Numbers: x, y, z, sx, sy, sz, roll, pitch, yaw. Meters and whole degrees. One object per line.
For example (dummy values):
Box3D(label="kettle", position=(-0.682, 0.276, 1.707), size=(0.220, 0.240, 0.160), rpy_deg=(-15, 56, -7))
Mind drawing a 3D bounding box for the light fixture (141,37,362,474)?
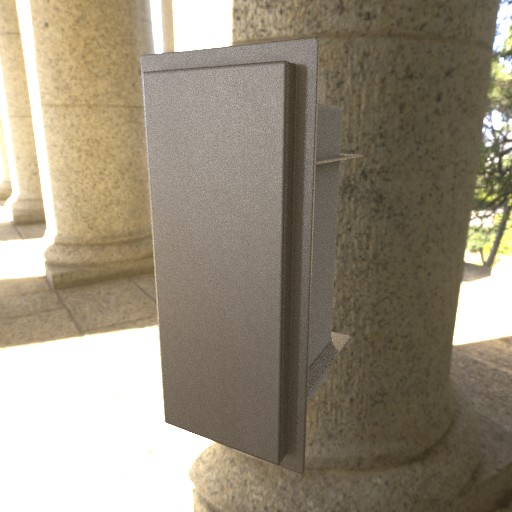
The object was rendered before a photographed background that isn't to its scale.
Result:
Box3D(label="light fixture", position=(0.000, 0.000, 0.461), size=(0.168, 0.380, 0.160), rpy_deg=(8, 18, 27))
